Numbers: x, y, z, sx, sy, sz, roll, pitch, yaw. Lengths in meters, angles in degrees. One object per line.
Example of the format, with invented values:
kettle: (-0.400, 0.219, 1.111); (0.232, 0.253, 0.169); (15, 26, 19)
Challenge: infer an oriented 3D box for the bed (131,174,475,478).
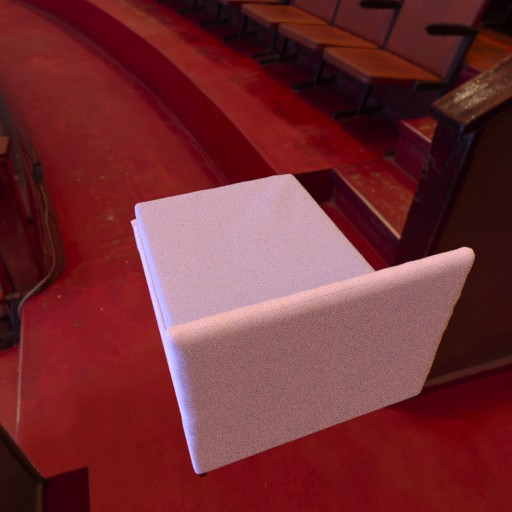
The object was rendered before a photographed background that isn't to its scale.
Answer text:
bed: (0.000, 0.000, 3.445); (1.698, 1.427, 2.387); (-14, 43, -15)
